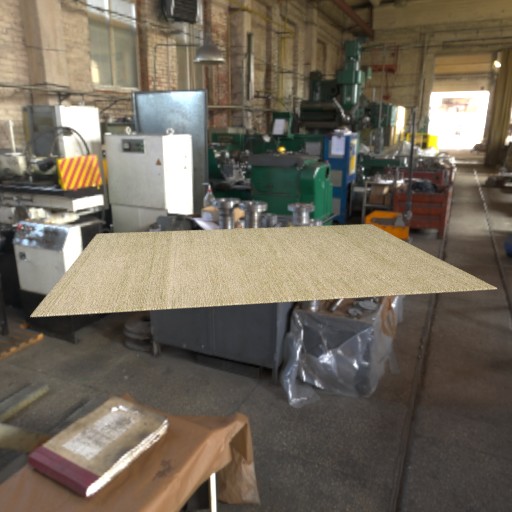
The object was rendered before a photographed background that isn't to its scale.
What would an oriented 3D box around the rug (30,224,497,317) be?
[{"bbox_3d":[0.000,0.000,4.987,3.935,0.025,2.782,-3,16,-9],"label":"rug"}]
